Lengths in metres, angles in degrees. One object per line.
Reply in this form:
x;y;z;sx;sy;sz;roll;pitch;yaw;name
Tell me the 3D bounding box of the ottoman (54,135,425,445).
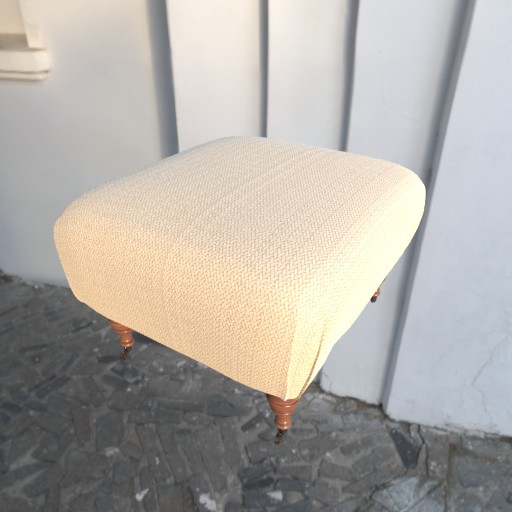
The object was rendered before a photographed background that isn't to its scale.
0.000;0.000;1.068;0.622;0.447;0.684;18;35;27;ottoman
